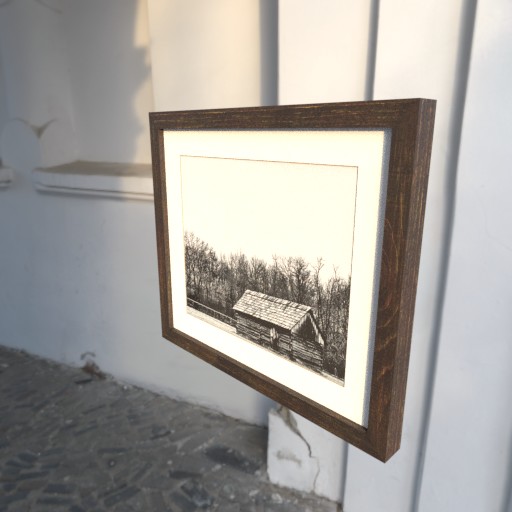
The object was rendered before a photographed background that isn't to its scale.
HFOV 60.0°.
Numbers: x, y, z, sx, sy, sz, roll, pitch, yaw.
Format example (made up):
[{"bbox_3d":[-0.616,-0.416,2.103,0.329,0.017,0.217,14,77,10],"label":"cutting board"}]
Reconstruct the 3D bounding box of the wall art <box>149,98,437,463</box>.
[{"bbox_3d":[0.000,0.000,0.520,0.031,0.330,0.381,-15,22,-43],"label":"wall art"}]
